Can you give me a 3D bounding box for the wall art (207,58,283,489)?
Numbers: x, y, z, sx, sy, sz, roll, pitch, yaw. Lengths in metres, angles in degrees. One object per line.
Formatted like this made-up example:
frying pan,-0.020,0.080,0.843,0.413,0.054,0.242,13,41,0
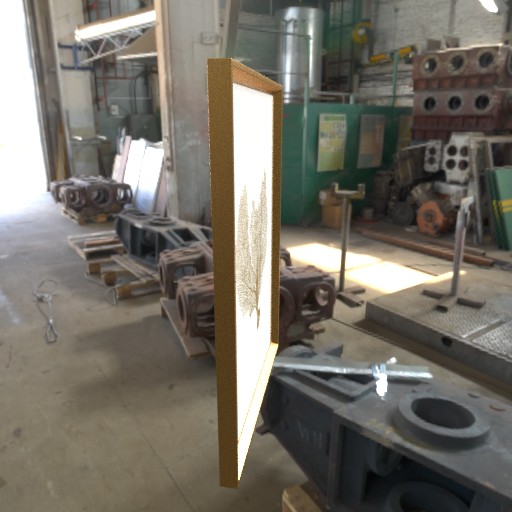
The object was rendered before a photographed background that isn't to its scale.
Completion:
wall art,0.000,0.000,1.077,0.038,0.812,0.610,3,17,10
